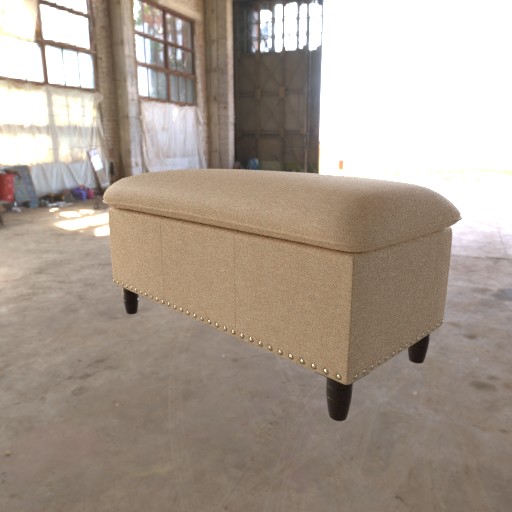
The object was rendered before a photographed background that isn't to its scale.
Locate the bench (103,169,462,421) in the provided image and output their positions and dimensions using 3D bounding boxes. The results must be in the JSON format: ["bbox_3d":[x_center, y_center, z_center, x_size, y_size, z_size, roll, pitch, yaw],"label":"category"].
[{"bbox_3d":[0.000,0.000,1.280,0.483,0.483,0.991,-13,19,-43],"label":"bench"}]
